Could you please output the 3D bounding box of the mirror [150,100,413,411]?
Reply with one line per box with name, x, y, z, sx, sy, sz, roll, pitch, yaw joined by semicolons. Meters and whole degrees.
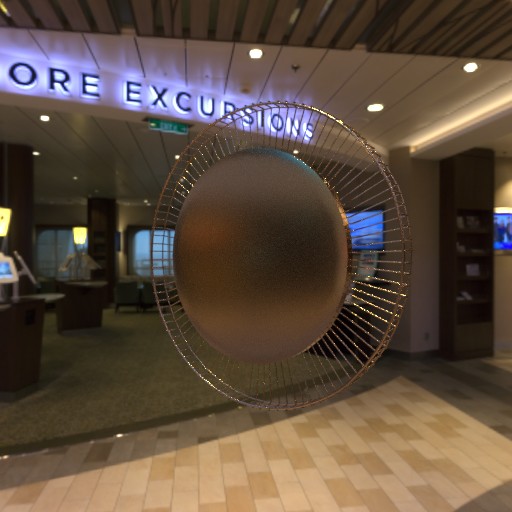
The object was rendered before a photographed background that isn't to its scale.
mirror;0.000;0.000;1.033;0.703;0.703;0.067;0;0;36
